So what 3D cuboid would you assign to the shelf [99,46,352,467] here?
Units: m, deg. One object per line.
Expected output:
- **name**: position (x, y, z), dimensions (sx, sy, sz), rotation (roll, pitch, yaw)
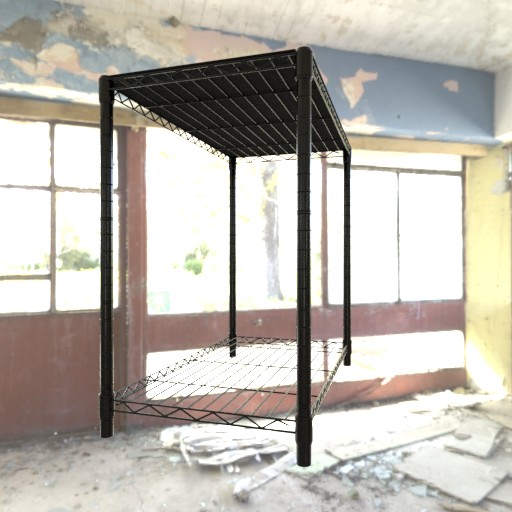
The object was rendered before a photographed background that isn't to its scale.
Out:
- **shelf**: position (0.000, 0.000, 0.918), dimensions (0.338, 0.564, 0.589), rotation (0, 0, 17)
